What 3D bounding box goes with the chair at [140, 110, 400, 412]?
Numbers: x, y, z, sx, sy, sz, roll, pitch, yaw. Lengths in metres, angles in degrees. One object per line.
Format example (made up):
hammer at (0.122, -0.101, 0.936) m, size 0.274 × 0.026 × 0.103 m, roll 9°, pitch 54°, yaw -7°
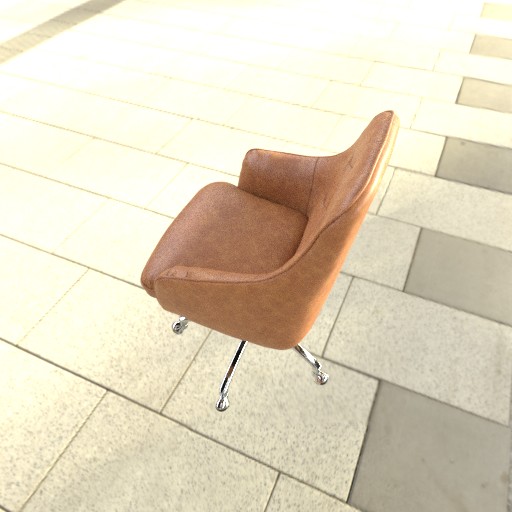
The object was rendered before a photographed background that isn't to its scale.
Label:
chair at (0.000, 0.000, 1.331) m, size 0.615 × 0.909 × 0.628 m, roll 17°, pitch 49°, yaw 15°
